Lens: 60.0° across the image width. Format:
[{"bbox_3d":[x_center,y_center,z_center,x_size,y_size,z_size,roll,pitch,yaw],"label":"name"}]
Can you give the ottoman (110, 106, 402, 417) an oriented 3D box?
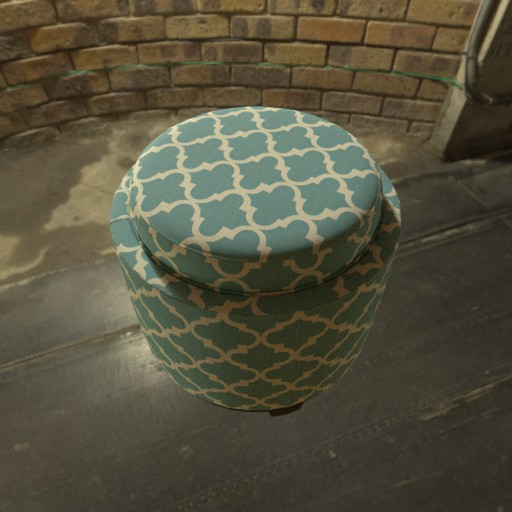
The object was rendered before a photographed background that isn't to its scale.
[{"bbox_3d":[0.000,0.000,0.836,0.480,0.429,0.480,0,48,0],"label":"ottoman"}]
